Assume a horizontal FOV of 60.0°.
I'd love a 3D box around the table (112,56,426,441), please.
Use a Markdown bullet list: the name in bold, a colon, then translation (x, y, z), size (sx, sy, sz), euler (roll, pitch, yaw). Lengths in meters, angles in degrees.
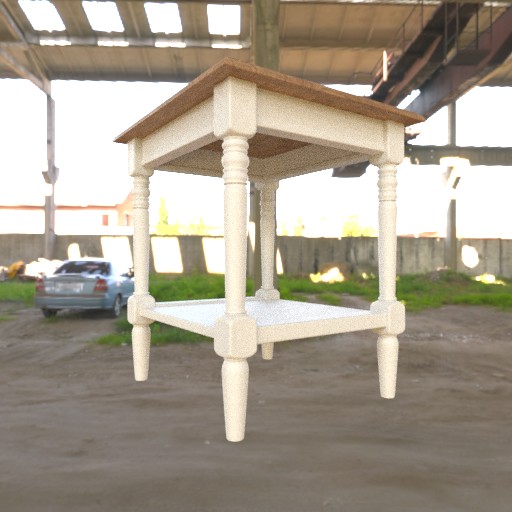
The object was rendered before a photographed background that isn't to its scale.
- **table**: translation (0.000, 0.000, 0.946), size (0.457, 0.561, 0.508), euler (0, 0, -35)
